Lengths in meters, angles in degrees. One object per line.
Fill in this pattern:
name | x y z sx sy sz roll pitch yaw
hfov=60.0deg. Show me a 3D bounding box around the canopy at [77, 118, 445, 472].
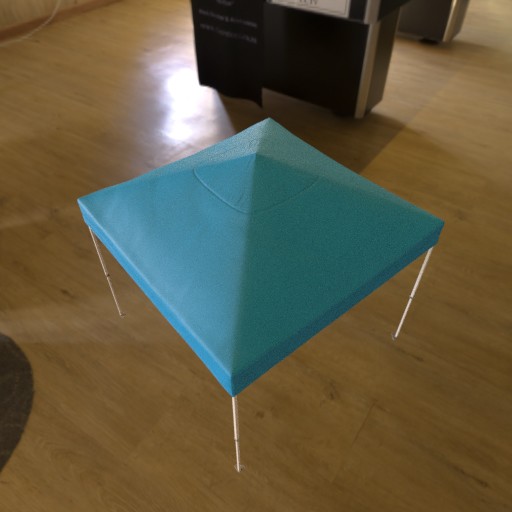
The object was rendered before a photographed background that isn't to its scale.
canopy | 0.000 0.000 5.566 2.996 2.997 2.998 -31 53 -26
